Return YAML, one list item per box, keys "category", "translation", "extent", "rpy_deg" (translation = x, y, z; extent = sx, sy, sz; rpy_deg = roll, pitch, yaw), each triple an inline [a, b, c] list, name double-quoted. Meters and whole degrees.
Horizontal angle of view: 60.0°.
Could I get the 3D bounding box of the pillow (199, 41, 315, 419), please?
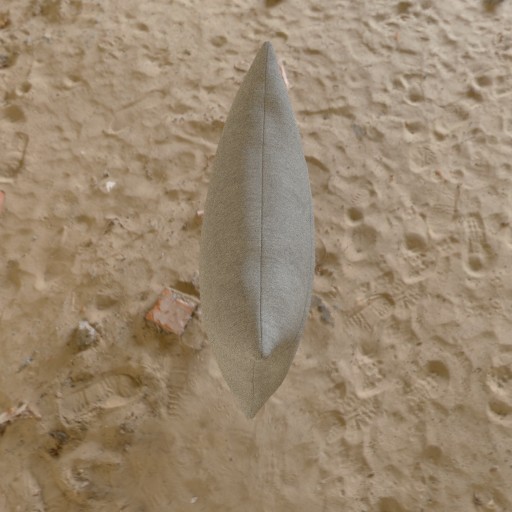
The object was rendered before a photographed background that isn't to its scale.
- category: "pillow"
  translation: [0.000, 0.000, 0.692]
  extent: [0.173, 0.436, 0.433]
  rpy_deg: [1, 63, 1]
